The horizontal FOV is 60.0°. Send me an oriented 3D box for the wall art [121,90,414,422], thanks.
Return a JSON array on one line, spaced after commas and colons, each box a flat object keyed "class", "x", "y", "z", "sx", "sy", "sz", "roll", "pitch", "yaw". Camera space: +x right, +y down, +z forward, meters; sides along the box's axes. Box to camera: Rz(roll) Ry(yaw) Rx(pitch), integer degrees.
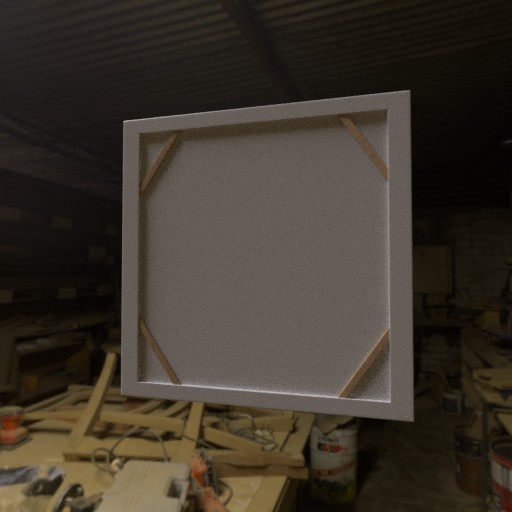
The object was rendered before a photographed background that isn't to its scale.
[{"class": "wall art", "x": 0.000, "y": 0.000, "z": 0.918, "sx": 0.610, "sy": 0.610, "sz": 0.038, "roll": -1, "pitch": -2, "yaw": 16}]
